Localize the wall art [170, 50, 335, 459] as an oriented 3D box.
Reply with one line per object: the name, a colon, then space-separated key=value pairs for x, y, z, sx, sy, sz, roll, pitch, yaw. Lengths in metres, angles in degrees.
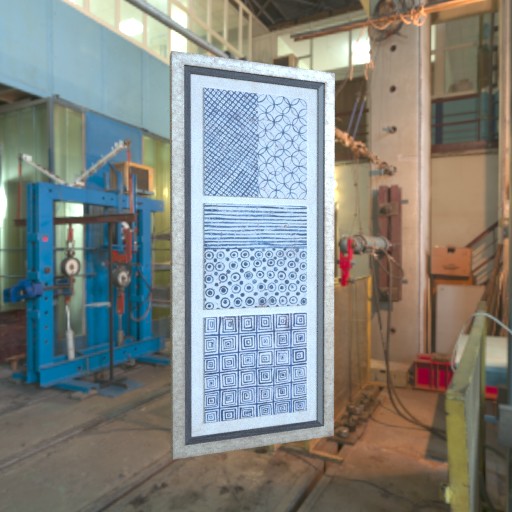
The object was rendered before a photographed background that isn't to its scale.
wall art: x=0.000 y=0.000 z=1.706 sx=0.648 sy=1.461 sz=0.051 roll=0 pitch=1 yaw=-18
